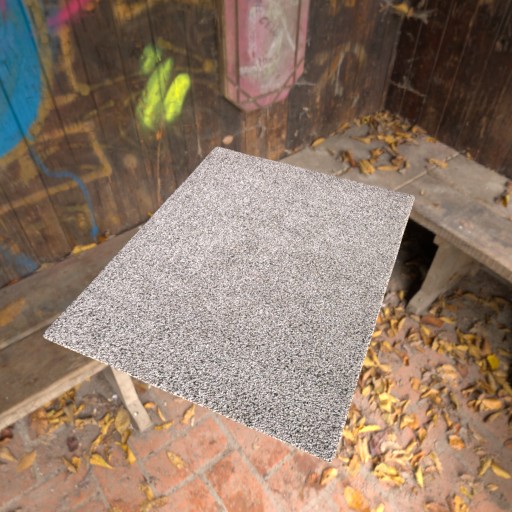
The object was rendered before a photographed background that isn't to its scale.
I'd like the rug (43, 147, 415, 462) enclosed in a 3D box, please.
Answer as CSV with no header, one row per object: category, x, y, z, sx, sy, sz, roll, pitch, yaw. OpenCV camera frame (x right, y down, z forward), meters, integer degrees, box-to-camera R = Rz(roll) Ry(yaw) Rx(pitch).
rug,0.000,0.000,4.196,2.438,0.029,3.047,18,49,16
